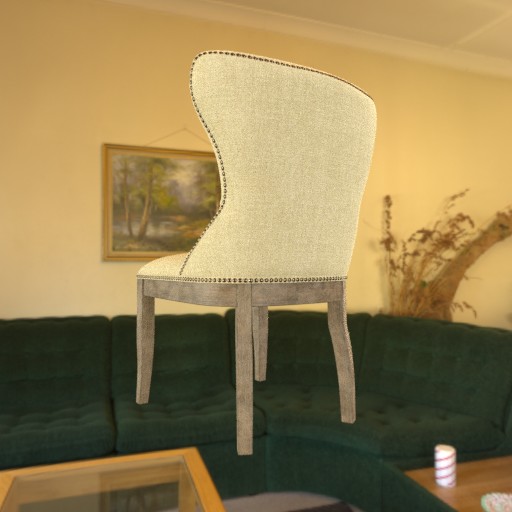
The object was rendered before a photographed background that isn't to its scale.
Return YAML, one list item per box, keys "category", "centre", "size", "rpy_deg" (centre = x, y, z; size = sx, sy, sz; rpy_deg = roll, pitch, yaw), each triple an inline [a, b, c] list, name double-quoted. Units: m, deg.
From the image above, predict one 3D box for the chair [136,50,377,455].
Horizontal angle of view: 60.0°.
- category: "chair"
  centre: [0.000, 0.000, 1.414]
  size: [0.654, 1.002, 0.681]
  rpy_deg: [1, -1, -36]
